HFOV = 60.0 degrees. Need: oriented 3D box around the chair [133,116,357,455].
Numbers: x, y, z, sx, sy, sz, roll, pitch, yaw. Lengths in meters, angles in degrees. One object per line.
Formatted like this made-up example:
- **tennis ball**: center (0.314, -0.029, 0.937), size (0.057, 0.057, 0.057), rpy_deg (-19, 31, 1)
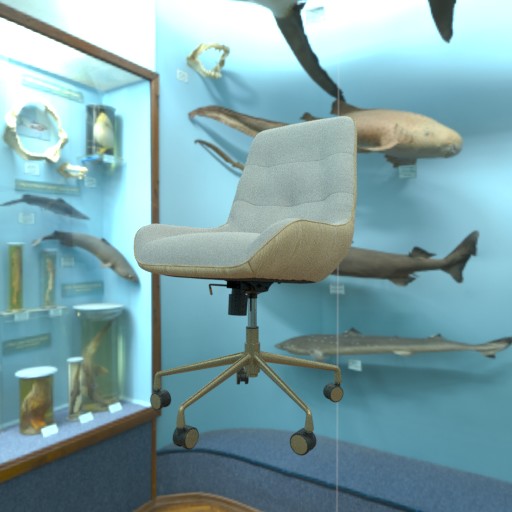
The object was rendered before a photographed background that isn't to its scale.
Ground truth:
- **chair**: center (0.000, 0.000, 1.354), size (0.564, 0.952, 0.668), rpy_deg (1, 1, 36)
